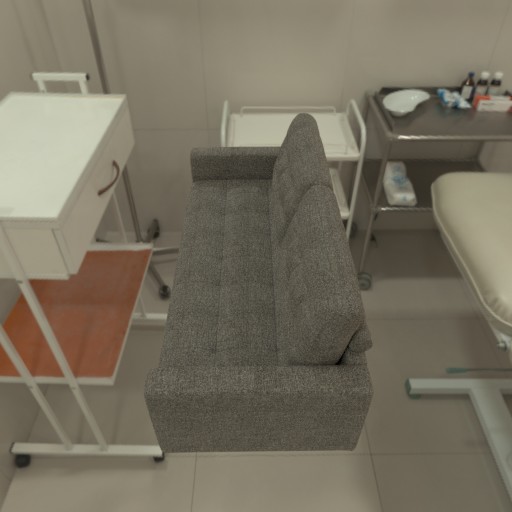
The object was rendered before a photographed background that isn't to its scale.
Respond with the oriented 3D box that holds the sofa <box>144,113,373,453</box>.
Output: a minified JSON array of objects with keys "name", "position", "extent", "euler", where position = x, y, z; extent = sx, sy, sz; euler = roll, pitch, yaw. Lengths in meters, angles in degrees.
[{"name":"sofa","position":[0.000,0.000,2.351],"extent":[0.863,0.902,1.821],"euler":[0,42,-1]}]
